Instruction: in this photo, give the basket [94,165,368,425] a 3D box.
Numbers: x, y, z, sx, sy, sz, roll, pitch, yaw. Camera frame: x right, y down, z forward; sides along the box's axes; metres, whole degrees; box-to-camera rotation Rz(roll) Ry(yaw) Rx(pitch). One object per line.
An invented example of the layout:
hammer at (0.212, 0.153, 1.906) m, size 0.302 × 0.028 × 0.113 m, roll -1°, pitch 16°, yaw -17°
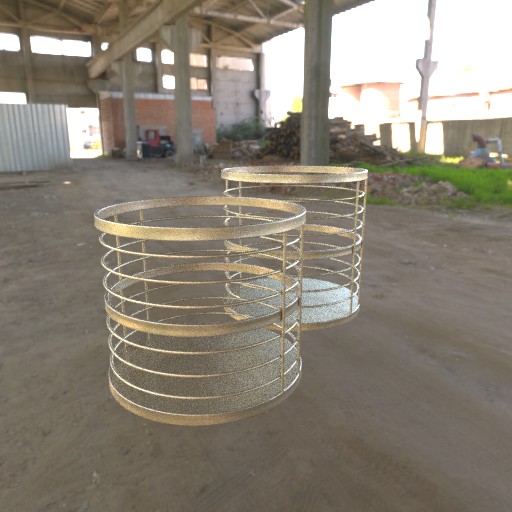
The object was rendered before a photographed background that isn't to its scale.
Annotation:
basket at (0.000, 0.000, 0.965) m, size 0.356 × 0.351 × 0.746 m, roll 8°, pitch 16°, yaw 27°
